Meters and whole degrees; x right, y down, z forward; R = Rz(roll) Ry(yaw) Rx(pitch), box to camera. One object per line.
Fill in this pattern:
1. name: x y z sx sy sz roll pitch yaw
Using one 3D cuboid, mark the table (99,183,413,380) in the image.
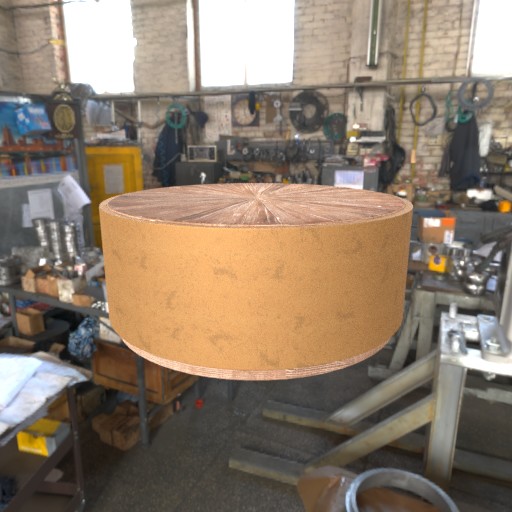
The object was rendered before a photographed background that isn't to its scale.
1. table: 0.000 0.000 1.543 1.001 0.409 1.001 0 15 0
